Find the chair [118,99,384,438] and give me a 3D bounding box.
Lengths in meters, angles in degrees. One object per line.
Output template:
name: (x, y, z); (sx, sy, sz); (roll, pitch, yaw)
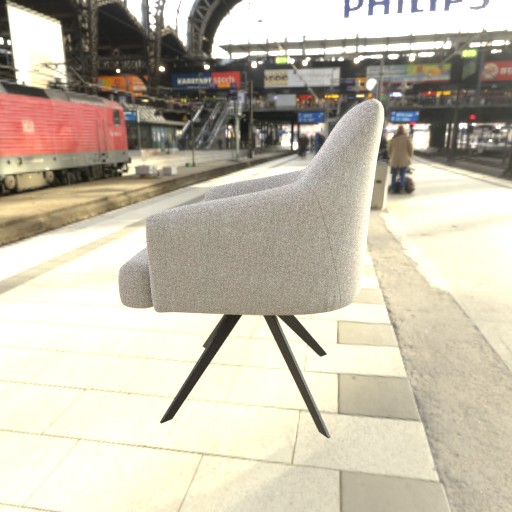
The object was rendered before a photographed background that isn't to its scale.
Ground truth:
chair: (0.000, 0.000, 1.354); (0.677, 0.874, 0.642); (2, 15, 8)
